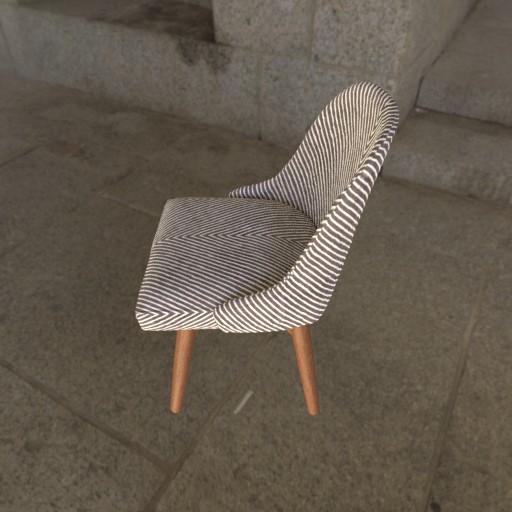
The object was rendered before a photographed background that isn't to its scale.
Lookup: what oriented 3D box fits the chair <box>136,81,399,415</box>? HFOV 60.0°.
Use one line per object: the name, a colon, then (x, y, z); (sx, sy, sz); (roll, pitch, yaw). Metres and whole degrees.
chair: (0.000, 0.000, 1.231); (0.591, 0.883, 0.504); (1, 42, 1)
